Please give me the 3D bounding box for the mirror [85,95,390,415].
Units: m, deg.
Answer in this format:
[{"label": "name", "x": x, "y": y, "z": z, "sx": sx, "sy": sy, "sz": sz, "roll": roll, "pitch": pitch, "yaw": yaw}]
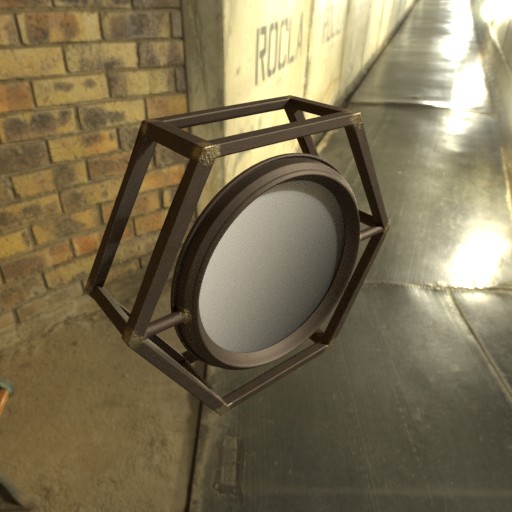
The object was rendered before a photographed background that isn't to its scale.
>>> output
[{"label": "mirror", "x": 0.000, "y": 0.000, "z": 0.541, "sx": 0.380, "sy": 0.334, "sz": 0.119, "roll": -22, "pitch": 38, "yaw": -32}]
